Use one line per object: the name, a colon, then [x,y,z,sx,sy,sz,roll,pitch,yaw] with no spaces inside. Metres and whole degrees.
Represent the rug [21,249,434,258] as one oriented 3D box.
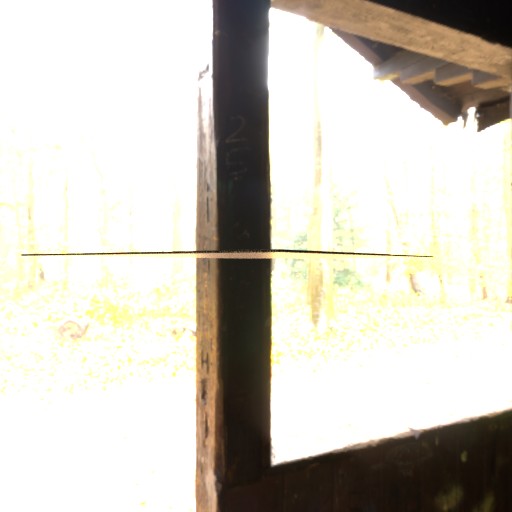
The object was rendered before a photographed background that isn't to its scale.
rug: [0.000,0.000,3.894,2.315,0.015,2.932,-1,-1,35]
